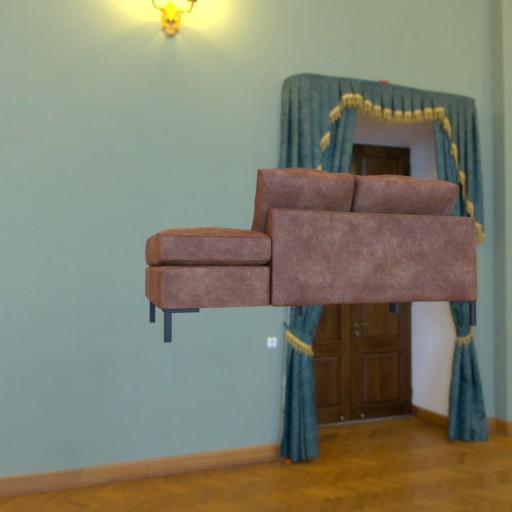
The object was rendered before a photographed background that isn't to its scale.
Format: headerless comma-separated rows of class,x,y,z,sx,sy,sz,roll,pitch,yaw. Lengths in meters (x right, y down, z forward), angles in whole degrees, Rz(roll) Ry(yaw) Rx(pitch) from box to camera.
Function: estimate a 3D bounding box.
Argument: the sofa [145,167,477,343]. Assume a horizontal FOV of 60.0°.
sofa,0.000,0.000,3.787,1.939,0.900,2.956,0,-1,-18
